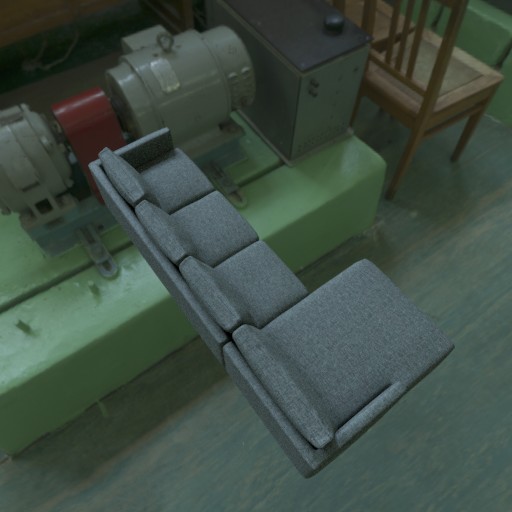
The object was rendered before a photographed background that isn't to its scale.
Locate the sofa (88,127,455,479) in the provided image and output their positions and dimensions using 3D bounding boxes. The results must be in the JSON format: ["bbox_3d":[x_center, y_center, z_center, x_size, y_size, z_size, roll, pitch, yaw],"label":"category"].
[{"bbox_3d":[0.000,0.000,4.151,1.635,0.960,3.485,-33,64,-18],"label":"sofa"}]
